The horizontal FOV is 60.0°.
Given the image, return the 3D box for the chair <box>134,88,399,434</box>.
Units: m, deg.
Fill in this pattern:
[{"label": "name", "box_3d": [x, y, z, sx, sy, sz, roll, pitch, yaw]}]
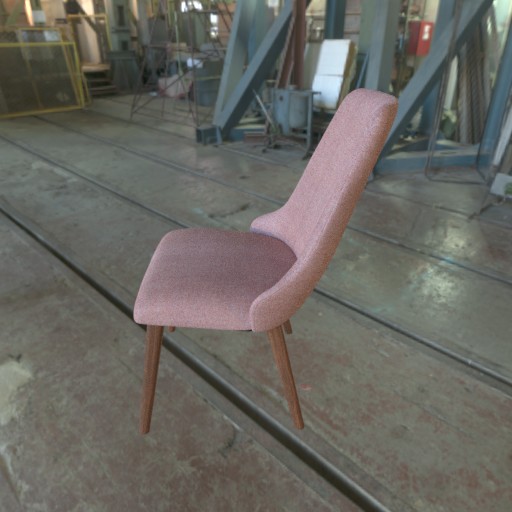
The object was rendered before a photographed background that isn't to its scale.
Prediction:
[{"label": "chair", "box_3d": [0.000, 0.000, 1.335, 0.707, 0.918, 0.535, 0, 28, 0]}]
